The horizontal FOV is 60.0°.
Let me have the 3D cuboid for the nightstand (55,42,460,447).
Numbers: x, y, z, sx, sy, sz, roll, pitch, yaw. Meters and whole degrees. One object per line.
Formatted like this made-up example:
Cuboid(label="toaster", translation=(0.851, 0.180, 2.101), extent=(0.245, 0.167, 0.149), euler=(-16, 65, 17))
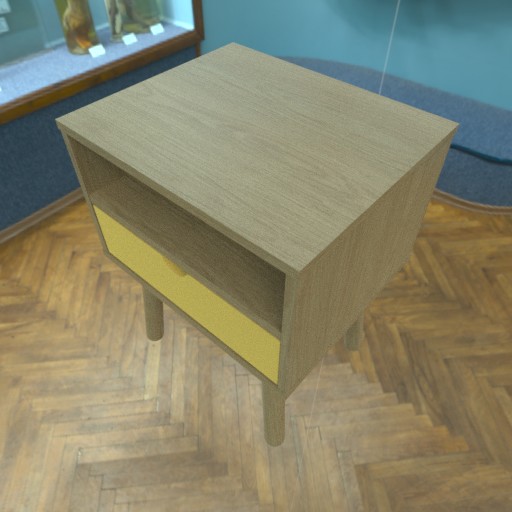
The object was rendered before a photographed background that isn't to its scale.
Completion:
Cuboid(label="nightstand", translation=(0.000, 0.000, 0.853), extent=(0.450, 0.571, 0.380), euler=(33, 55, 27))
